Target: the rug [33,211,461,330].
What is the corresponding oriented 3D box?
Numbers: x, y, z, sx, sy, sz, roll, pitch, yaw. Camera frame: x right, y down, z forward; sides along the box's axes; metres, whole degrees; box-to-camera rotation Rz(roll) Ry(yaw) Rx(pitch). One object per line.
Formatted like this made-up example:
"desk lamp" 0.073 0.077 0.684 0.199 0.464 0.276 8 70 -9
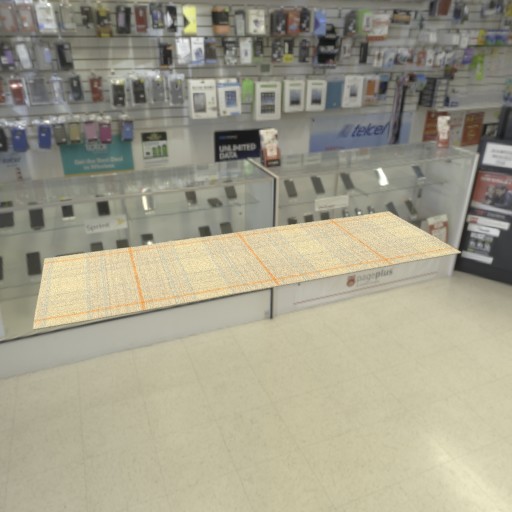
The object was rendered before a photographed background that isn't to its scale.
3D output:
"rug" 0.000 0.000 2.717 2.442 0.016 0.770 -9 28 -17
